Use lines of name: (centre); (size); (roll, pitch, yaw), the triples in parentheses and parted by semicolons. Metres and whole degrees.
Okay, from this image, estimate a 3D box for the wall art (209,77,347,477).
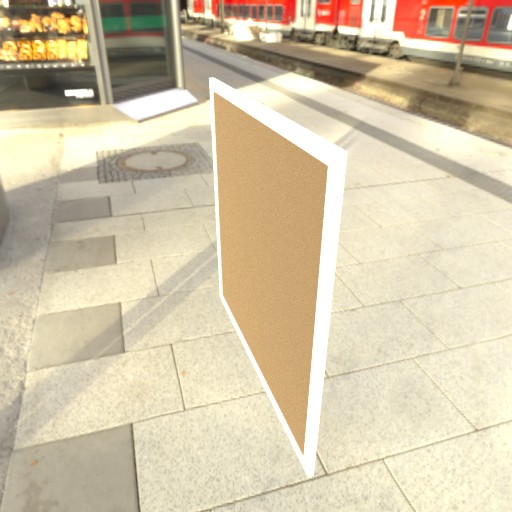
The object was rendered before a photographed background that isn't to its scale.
wall art: (0.000, 0.000, 1.221); (0.015, 0.812, 0.812); (-10, 31, -17)
